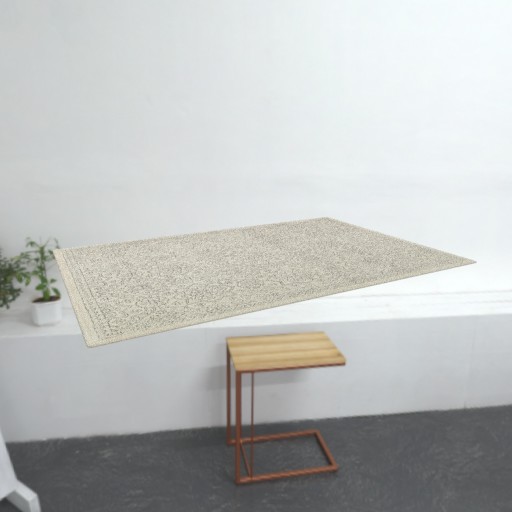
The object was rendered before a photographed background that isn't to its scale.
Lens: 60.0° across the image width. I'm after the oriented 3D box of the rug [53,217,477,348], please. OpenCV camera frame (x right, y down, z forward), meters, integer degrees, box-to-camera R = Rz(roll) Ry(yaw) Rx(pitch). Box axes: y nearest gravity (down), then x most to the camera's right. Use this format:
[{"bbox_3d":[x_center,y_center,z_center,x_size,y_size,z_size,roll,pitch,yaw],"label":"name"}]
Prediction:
[{"bbox_3d":[0.000,0.000,2.854,2.286,0.011,1.524,-9,19,-27],"label":"rug"}]
